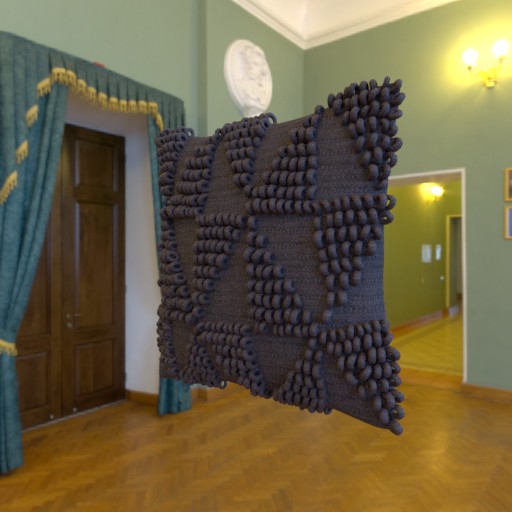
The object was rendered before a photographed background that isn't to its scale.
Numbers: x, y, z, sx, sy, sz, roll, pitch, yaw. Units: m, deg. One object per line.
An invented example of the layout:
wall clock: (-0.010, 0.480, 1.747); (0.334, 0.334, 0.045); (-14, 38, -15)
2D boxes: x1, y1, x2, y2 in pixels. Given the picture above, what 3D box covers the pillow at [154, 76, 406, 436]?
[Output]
pillow: (0.000, 0.000, 0.701); (0.470, 0.467, 0.172); (0, 0, 36)
